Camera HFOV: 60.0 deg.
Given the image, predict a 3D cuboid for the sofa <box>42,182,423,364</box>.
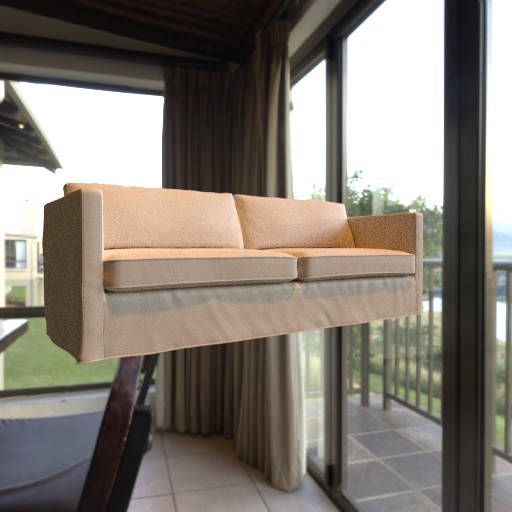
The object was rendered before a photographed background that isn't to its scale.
[{"bbox_3d":[0.000,0.000,3.307,2.779,0.999,1.036,-1,1,-35],"label":"sofa"}]
